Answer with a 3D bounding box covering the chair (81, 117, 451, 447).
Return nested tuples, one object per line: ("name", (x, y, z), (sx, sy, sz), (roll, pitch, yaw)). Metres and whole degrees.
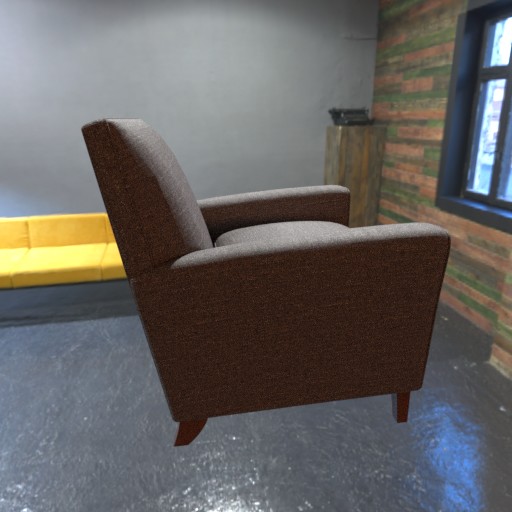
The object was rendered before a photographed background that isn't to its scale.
("chair", (0.000, 0.000, 1.488), (0.875, 0.885, 0.838), (-3, 17, -9))
